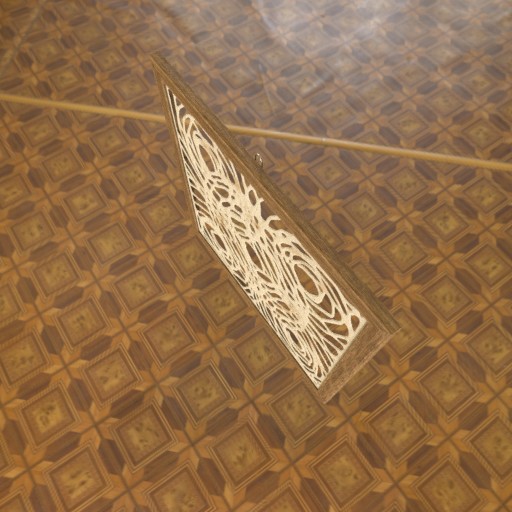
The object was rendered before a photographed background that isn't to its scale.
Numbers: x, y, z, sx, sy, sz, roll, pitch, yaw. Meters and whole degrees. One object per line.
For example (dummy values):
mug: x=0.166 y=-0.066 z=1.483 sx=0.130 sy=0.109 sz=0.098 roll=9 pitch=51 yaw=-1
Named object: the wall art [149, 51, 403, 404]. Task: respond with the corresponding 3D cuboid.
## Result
wall art: x=0.000 y=0.000 z=0.852 sx=0.021 sy=0.576 sz=0.561 roll=-33 pitch=68 yaw=-15
